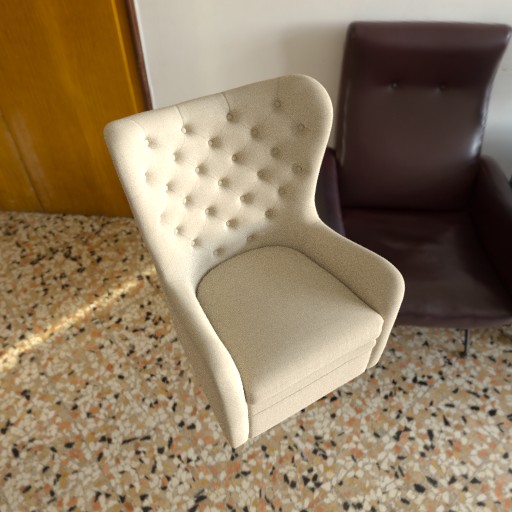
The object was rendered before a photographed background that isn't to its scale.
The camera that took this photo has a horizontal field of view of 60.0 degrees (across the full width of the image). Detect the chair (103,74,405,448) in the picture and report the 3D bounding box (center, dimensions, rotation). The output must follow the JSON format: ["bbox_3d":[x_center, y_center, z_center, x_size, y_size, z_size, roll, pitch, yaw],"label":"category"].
[{"bbox_3d":[0.000,0.000,1.765,0.831,1.079,0.929,-23,50,-21],"label":"chair"}]
